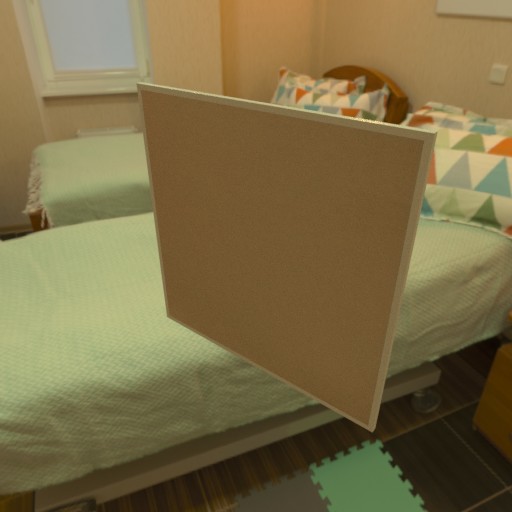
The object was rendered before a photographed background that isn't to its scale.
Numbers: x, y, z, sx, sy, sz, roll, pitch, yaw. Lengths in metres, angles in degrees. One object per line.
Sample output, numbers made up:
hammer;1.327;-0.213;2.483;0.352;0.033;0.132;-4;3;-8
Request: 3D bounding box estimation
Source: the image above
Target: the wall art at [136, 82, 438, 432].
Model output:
wall art;0.000;0.000;0.832;0.557;0.557;0.012;22;37;32
